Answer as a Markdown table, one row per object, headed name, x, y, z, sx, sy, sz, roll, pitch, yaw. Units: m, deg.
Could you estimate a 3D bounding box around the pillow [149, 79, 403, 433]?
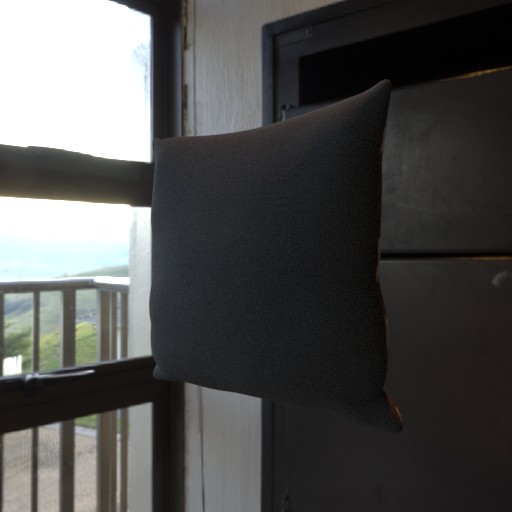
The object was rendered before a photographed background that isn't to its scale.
| name | x | y | z | sx | sy | sz | roll | pitch | yaw |
| --- | --- | --- | --- | --- | --- | --- | --- | --- | --- |
| pillow | 0.000 | 0.000 | 0.765 | 0.503 | 0.496 | 0.208 | 0 | -1 | 35 |
